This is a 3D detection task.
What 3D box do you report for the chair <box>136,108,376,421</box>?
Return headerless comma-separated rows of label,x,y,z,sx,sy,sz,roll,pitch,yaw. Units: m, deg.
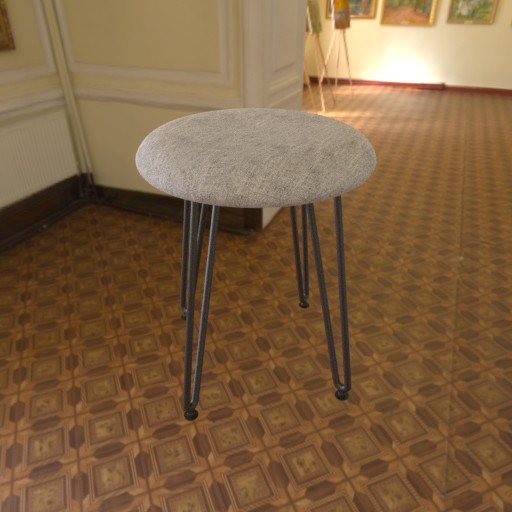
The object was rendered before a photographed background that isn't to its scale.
chair,0.000,0.000,0.665,0.350,0.386,0.350,20,37,30
